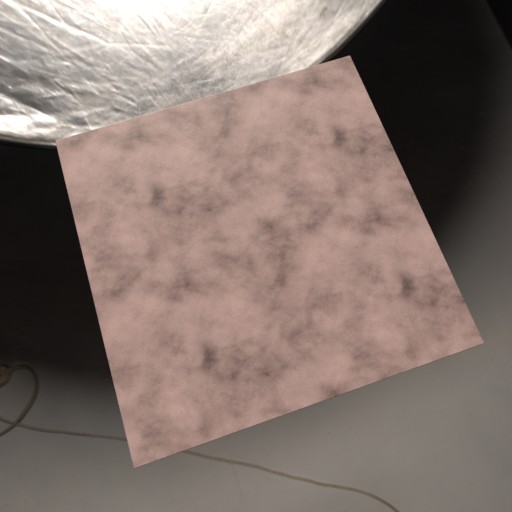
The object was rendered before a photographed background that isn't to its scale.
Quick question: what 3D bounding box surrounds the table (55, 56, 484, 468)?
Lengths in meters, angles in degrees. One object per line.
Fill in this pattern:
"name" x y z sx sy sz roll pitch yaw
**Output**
"table" 0.000 0.000 1.026 0.670 0.305 0.670 -18 75 -5
